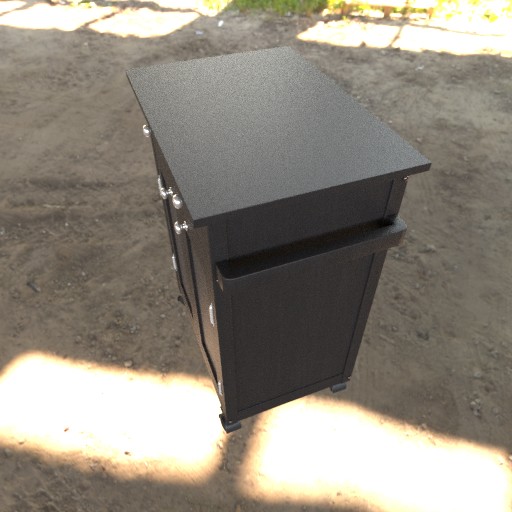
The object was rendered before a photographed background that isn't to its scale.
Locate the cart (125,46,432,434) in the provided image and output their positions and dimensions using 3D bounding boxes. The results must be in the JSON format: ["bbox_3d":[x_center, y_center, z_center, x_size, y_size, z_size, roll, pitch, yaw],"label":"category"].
[{"bbox_3d":[0.000,0.000,1.267,0.456,0.879,0.660,-15,47,-15],"label":"cart"}]
